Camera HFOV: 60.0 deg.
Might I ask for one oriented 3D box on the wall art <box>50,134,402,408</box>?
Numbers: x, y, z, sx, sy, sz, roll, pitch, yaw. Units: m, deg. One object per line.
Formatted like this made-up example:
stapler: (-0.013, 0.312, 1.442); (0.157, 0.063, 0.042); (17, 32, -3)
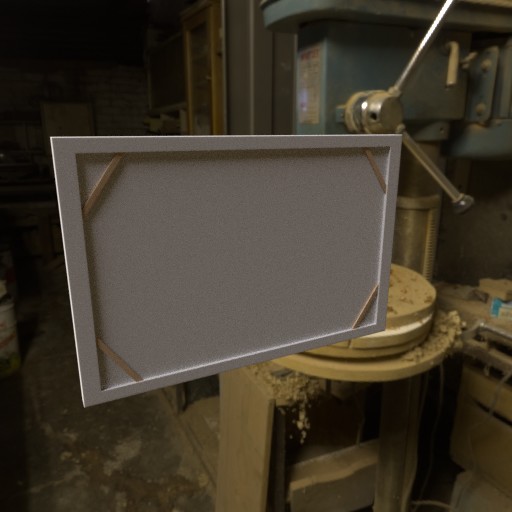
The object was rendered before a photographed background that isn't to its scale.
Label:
wall art: (0.000, 0.000, 1.163); (0.914, 0.609, 0.038); (-8, 18, -26)
